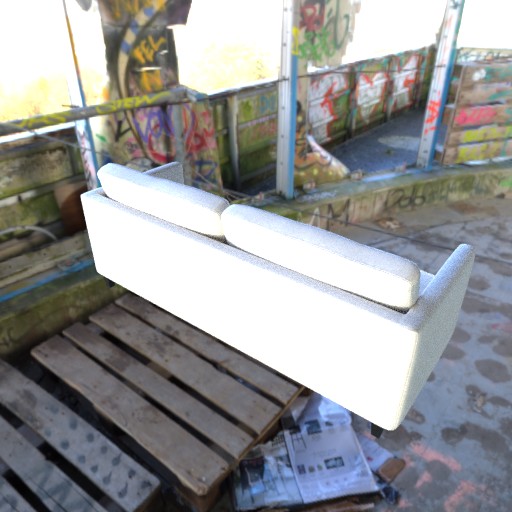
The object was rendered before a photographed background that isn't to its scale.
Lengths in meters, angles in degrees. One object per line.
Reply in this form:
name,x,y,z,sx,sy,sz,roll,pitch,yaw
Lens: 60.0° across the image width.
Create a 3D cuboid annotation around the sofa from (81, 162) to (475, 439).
sofa,0.000,0.000,2.918,2.434,0.965,0.948,21,37,32
